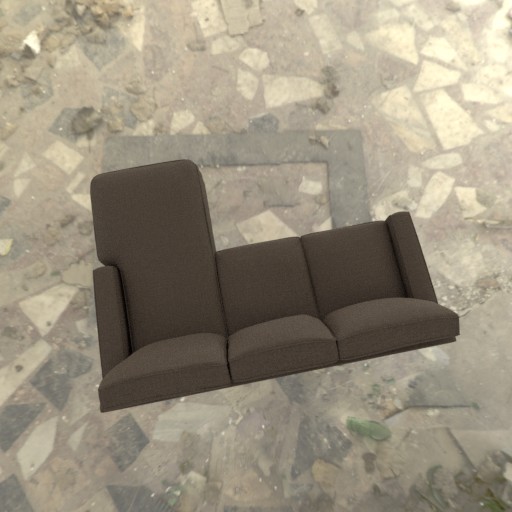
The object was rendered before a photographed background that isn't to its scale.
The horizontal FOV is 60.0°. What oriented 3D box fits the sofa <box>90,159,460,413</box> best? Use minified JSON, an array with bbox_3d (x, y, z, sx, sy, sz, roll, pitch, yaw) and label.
[{"bbox_3d":[0.000,0.000,3.326,2.370,0.973,1.790,-11,75,-3],"label":"sofa"}]
